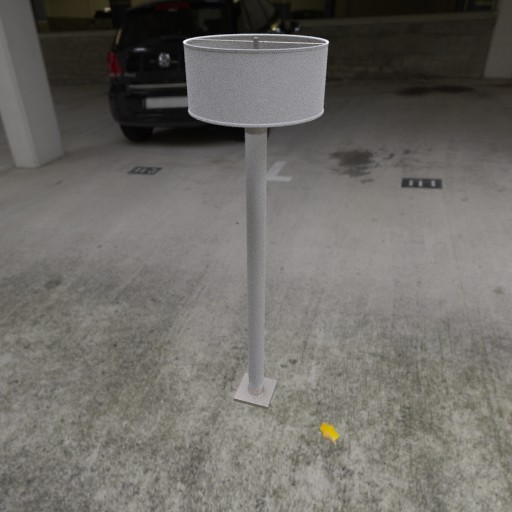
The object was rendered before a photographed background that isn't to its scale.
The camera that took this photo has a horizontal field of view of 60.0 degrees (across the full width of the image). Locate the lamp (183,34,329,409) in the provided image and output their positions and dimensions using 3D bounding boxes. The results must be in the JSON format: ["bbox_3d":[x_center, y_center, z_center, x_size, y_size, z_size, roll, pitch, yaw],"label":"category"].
[{"bbox_3d":[0.000,0.000,1.662,0.420,1.475,0.420,9,33,15],"label":"lamp"}]
